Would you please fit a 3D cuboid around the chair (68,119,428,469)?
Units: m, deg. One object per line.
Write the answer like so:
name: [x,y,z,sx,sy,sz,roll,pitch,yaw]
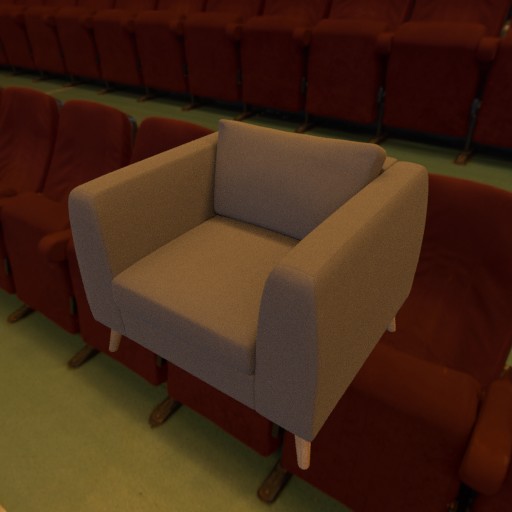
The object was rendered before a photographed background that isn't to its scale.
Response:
chair: [0.000,0.000,1.704,1.000,0.860,0.930,20,37,29]
